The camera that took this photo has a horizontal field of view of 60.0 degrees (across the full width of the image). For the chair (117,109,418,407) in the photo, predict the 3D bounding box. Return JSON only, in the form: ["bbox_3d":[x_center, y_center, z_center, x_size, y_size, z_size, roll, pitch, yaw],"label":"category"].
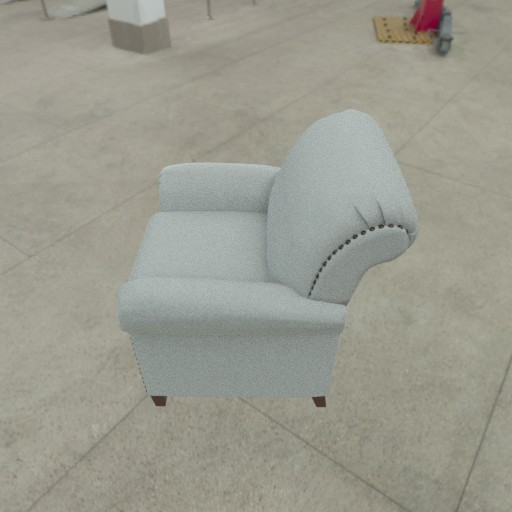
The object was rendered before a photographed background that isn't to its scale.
[{"bbox_3d":[0.000,0.000,1.656,0.890,0.927,0.854,1,41,1],"label":"chair"}]
